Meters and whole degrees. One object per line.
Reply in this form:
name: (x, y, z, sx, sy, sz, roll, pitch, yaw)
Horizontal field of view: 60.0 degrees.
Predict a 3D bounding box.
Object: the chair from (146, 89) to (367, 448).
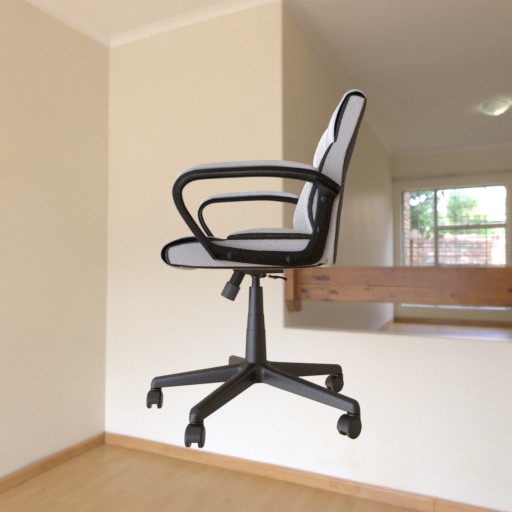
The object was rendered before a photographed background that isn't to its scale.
chair: (0.000, 0.000, 1.493, 0.717, 1.004, 0.739, 0, -1, 1)
